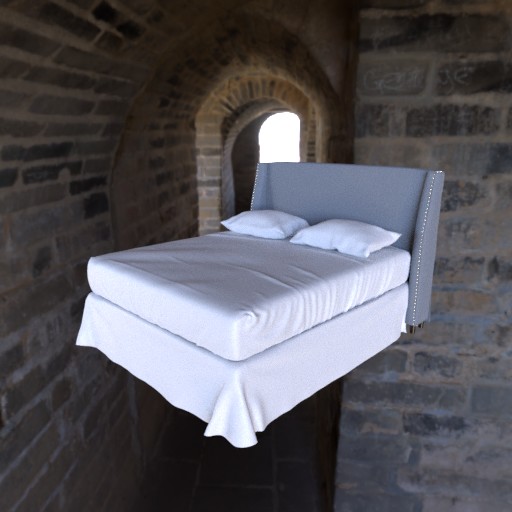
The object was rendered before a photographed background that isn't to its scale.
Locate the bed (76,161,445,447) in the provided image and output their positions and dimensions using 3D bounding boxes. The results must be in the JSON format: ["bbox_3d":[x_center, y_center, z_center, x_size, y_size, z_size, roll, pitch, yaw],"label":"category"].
[{"bbox_3d":[0.000,0.000,3.459,1.925,1.332,2.276,14,20,43],"label":"bed"}]
